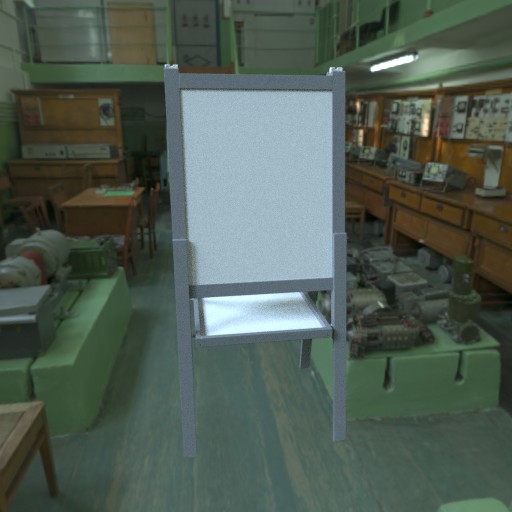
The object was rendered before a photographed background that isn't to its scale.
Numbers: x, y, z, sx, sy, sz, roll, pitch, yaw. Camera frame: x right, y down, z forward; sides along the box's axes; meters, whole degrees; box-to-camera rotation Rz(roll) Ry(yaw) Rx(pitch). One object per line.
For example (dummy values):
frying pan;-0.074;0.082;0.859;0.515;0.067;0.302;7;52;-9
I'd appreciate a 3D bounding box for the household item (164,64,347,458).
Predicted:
household item;0.000;0.000;1.481;0.531;1.172;0.469;-3;18;-8
